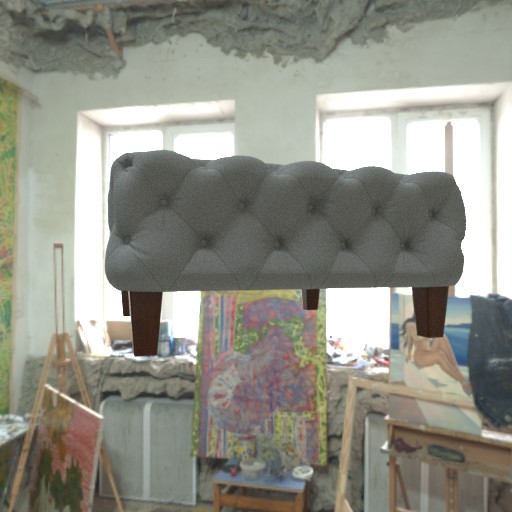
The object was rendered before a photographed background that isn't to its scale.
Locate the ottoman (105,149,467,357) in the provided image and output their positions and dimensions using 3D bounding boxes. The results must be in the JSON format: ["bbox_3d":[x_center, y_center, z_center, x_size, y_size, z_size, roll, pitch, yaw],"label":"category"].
[{"bbox_3d":[0.000,0.000,1.420,0.917,0.439,0.911,0,-1,-18],"label":"ottoman"}]
